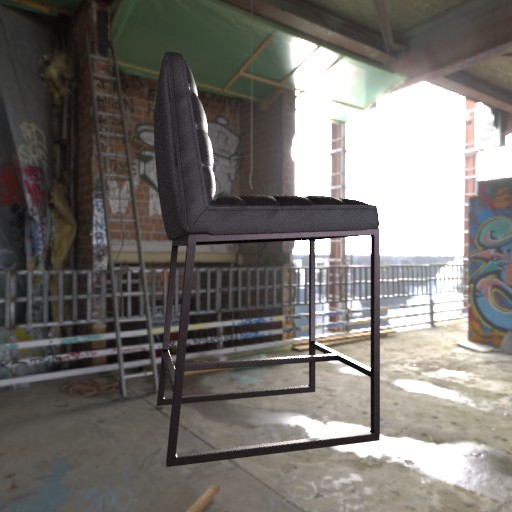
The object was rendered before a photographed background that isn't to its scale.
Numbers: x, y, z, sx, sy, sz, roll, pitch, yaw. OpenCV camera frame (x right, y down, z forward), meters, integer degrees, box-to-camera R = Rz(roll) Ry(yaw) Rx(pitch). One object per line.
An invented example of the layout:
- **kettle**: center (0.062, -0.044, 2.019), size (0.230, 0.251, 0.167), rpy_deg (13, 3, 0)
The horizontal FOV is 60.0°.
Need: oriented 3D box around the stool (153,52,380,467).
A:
- **stool**: center (0.000, 0.000, 1.274), size (0.562, 0.946, 0.463), rpy_deg (0, 0, -15)
